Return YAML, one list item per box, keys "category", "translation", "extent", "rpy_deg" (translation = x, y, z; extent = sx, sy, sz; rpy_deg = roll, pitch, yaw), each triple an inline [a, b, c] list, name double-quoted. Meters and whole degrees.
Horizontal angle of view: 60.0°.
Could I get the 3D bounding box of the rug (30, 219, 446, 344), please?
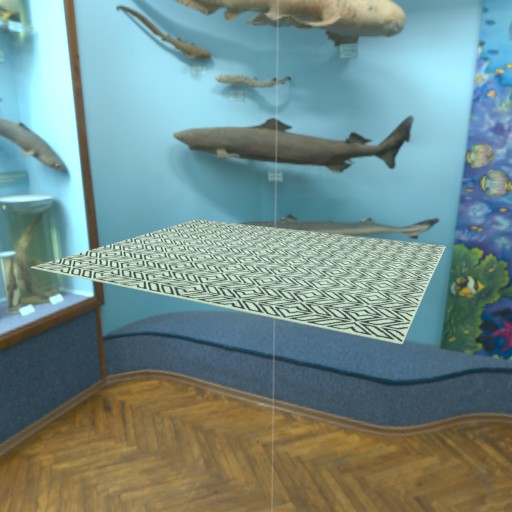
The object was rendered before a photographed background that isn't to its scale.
- category: "rug"
  translation: [0.000, 0.000, 4.102]
  extent: [3.045, 0.008, 2.421]
  rpy_deg: [8, 17, 27]
